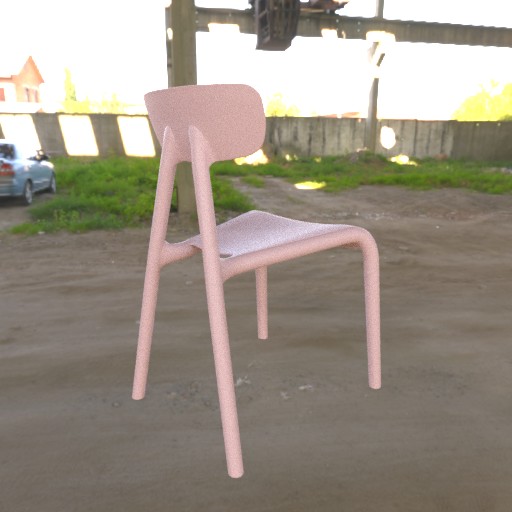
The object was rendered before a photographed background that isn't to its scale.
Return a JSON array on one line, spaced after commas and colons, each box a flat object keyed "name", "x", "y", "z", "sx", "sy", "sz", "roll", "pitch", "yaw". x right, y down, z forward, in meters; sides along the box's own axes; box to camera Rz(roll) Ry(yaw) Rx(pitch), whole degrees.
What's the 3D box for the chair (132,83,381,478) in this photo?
[{"name": "chair", "x": 0.000, "y": 0.000, "z": 0.849, "sx": 0.401, "sy": 0.580, "sz": 0.356, "roll": -14, "pitch": 20, "yaw": -43}]
